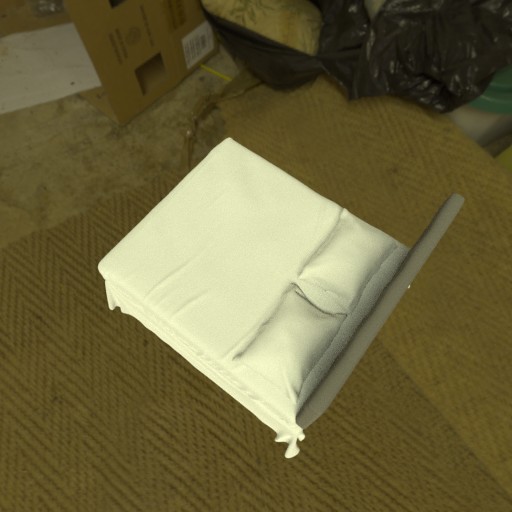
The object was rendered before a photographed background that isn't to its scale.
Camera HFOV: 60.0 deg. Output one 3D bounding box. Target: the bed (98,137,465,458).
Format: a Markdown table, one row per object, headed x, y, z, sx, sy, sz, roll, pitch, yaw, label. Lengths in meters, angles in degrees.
| x | y | z | sx | sy | sz | roll | pitch | yaw | label |
| --- | --- | --- | --- | --- | --- | --- | --- | --- | --- |
| 0.000 | 0.000 | 3.443 | 2.222 | 1.577 | 1.936 | 35 | 69 | 16 | bed |
